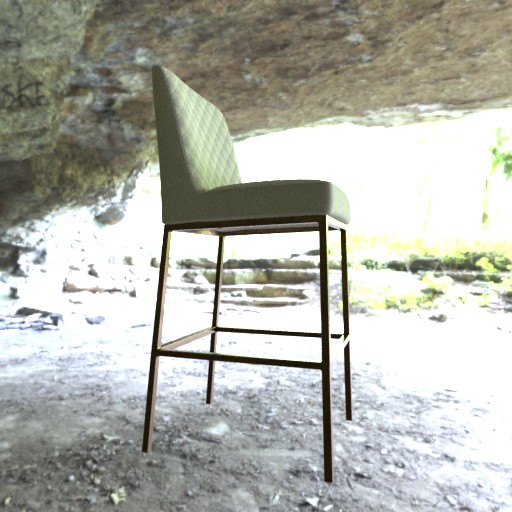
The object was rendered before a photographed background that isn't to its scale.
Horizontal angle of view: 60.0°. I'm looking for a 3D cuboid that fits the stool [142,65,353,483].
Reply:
[{"bbox_3d":[0.000,0.000,1.349,0.546,1.084,0.462,0,0,18],"label":"stool"}]
